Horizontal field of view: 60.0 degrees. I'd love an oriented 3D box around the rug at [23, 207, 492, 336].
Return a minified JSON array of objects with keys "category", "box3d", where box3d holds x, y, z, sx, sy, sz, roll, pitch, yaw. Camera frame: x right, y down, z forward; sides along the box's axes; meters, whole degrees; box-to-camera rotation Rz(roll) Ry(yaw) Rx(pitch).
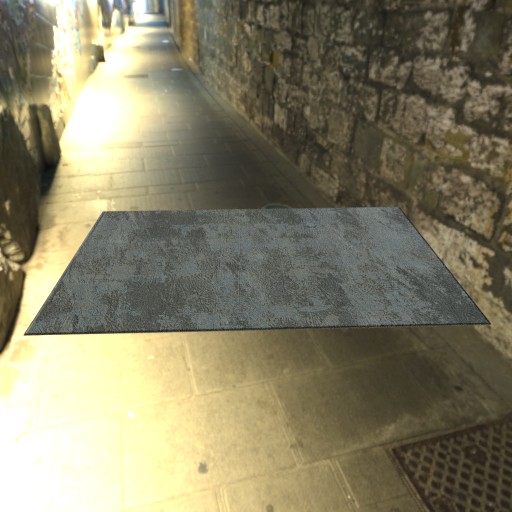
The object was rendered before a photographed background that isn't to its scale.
[{"category":"rug","box3d":[0.000,0.000,2.962,2.431,0.012,1.536,-1,30,-2]}]
